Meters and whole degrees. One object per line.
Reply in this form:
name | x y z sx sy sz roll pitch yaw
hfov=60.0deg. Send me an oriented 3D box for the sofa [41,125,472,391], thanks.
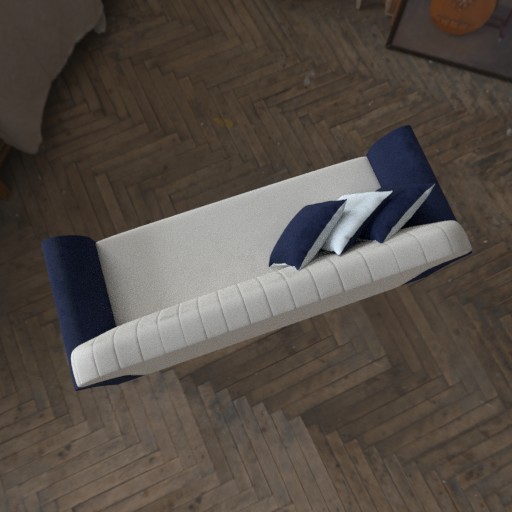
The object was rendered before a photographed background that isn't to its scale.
sofa | 0.000 0.000 2.350 2.006 0.789 0.749 -18 76 -5
